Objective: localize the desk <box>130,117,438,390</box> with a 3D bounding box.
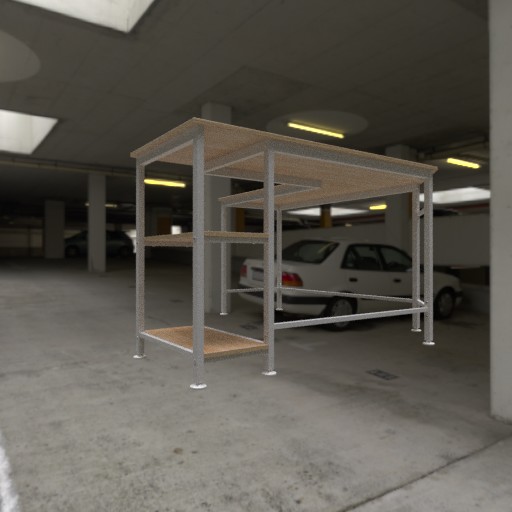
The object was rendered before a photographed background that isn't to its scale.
[{"bbox_3d":[0.000,0.000,2.155,1.379,0.739,1.379,0,0,-35],"label":"desk"}]
